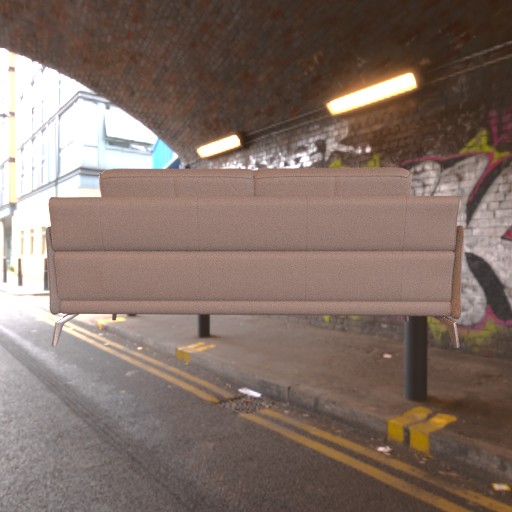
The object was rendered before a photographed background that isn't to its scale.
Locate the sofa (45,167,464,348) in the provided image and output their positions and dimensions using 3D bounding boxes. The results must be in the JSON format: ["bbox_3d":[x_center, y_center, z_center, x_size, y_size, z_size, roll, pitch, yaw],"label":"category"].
[{"bbox_3d":[0.000,0.000,2.604,2.101,0.930,1.049,0,0,1],"label":"sofa"}]
